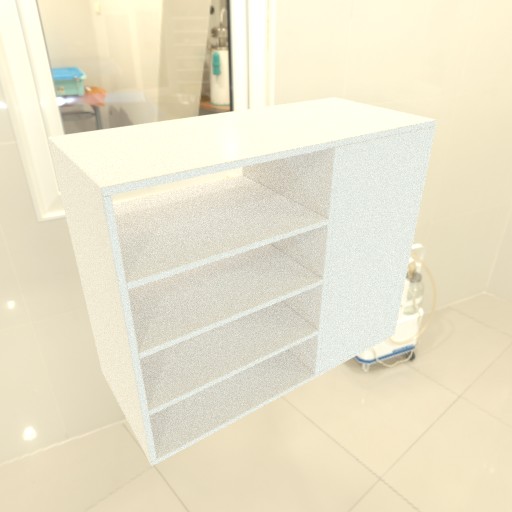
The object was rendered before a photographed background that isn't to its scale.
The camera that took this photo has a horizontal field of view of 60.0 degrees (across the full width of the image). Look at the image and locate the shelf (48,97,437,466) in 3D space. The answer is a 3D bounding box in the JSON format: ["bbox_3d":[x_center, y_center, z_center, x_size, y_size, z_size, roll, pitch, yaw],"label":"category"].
[{"bbox_3d":[0.000,0.000,1.280,0.895,0.732,0.396,-19,35,-29],"label":"shelf"}]
